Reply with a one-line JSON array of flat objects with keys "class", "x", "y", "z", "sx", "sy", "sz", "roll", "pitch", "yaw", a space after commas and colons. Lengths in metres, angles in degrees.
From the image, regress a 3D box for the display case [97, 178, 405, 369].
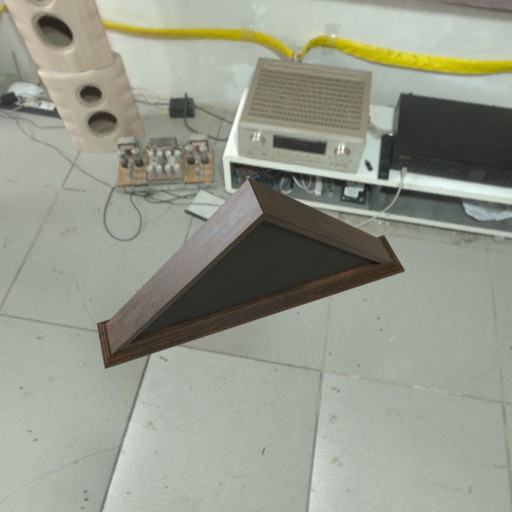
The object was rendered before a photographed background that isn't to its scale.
[{"class": "display case", "x": 0.000, "y": 0.000, "z": 0.772, "sx": 0.640, "sy": 0.340, "sz": 0.095, "roll": -17, "pitch": 61, "yaw": -10}]
